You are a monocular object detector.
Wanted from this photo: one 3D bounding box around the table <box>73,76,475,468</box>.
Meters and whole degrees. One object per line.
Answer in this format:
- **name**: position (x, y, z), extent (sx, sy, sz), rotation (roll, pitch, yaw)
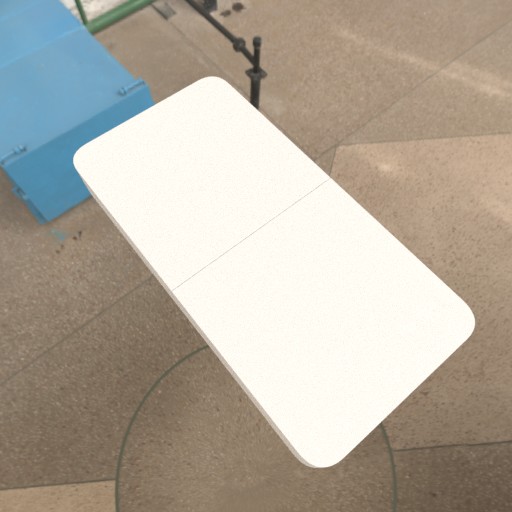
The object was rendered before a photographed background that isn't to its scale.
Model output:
- **table**: position (0.000, 0.000, 1.454), extent (0.600, 0.340, 1.200), rotation (-36, 69, -16)
